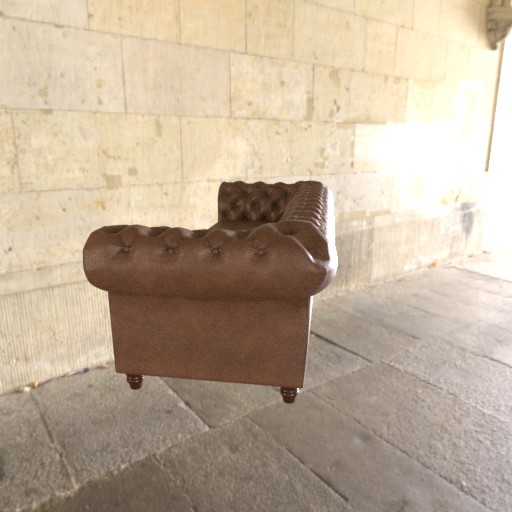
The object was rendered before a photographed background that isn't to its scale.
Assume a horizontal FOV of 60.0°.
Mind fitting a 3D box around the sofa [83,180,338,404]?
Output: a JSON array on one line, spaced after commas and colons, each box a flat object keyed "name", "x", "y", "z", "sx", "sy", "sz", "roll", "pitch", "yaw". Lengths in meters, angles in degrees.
[{"name": "sofa", "x": 0.000, "y": 0.000, "z": 2.759, "sx": 0.944, "sy": 0.783, "sz": 2.385, "roll": 2, "pitch": 14, "yaw": 9}]
